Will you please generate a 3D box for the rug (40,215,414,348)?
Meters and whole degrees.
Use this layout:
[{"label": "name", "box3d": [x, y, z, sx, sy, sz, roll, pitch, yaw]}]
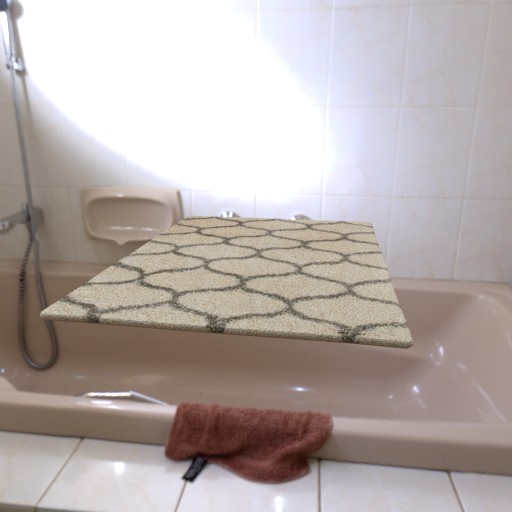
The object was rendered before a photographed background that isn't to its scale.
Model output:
[{"label": "rug", "box3d": [0.000, 0.000, 2.127, 1.200, 0.025, 1.600, 3, 17, 9]}]
